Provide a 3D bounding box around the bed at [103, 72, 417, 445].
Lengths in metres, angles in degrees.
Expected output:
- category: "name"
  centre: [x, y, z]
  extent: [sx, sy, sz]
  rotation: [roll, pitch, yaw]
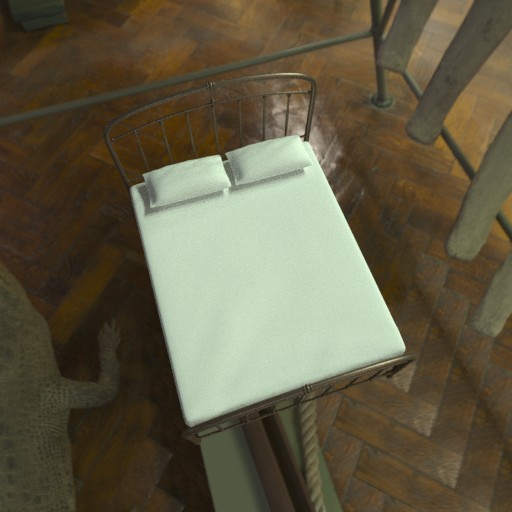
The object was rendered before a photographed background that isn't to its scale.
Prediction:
- category: "bed"
  centre: [0.000, 0.000, 3.356]
  extent: [1.711, 1.475, 2.168]
  rotation: [-16, 65, -8]
